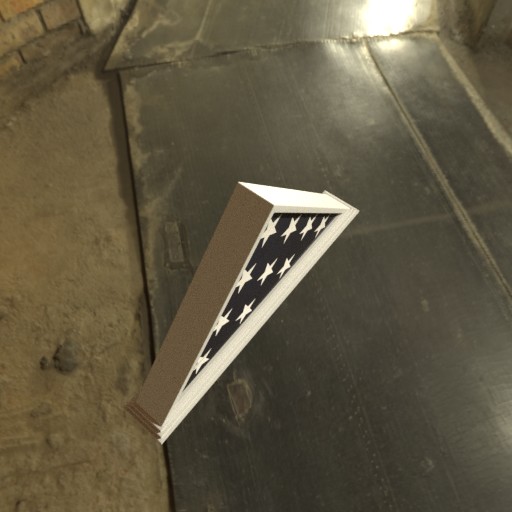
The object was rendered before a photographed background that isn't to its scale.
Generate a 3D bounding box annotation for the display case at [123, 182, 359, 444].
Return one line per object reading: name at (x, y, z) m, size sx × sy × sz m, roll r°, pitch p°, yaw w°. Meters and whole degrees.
display case at (0.000, 0.000, 0.765) m, size 0.095 × 0.340 × 0.640 m, roll 35°, pitch 65°, yaw 19°
